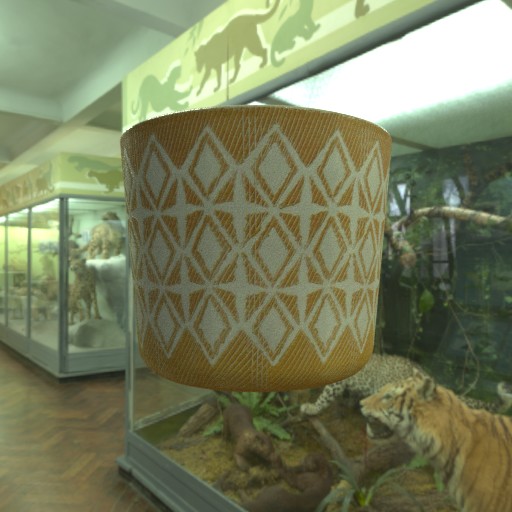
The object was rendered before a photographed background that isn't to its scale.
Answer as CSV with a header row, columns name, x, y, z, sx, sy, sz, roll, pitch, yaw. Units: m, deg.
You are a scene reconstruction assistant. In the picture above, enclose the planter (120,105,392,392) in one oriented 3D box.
name,x,y,z,sx,sy,sz,roll,pitch,yaw
planter,0.000,0.000,0.215,0.126,0.104,0.126,0,0,0
